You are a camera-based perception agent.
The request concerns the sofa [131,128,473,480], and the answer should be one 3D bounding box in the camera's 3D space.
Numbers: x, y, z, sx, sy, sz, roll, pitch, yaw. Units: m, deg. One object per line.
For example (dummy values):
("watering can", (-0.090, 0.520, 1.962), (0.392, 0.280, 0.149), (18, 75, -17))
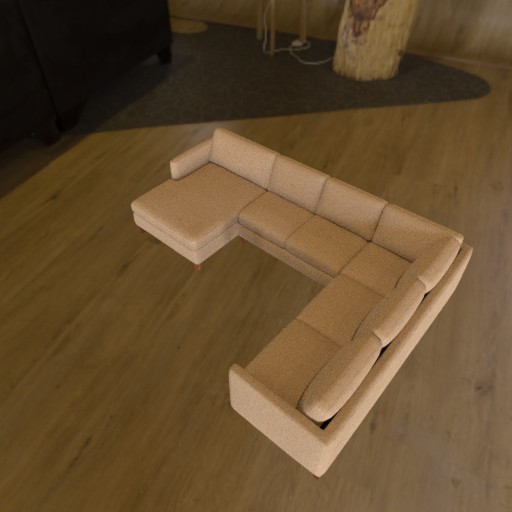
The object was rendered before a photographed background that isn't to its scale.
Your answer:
("sofa", (0.000, 0.000, 4.520), (3.403, 0.889, 2.551), (31, 52, 28))
